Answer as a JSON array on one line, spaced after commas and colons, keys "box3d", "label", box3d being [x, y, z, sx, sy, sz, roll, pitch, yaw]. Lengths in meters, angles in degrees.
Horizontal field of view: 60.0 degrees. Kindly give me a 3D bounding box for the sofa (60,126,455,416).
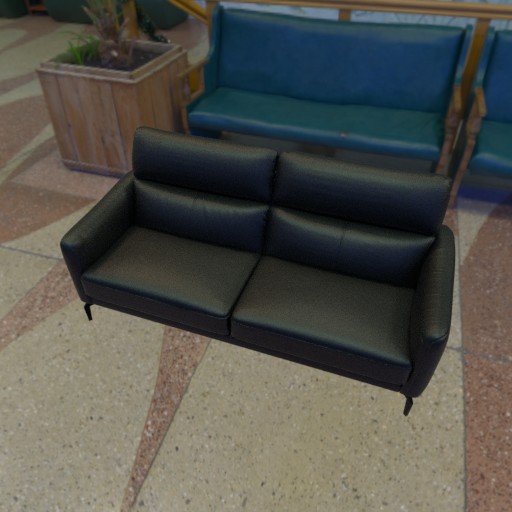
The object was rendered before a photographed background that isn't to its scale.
[{"box3d": [0.000, 0.000, 2.495, 2.069, 0.957, 0.856, 13, 41, 15], "label": "sofa"}]
